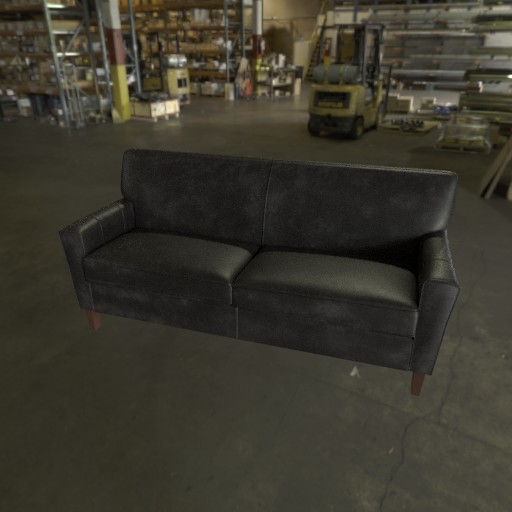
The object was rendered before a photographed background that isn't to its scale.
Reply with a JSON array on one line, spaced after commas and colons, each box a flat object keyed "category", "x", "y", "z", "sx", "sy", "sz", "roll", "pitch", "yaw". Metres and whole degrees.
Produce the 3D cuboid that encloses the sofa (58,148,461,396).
[{"category": "sofa", "x": 0.000, "y": 0.000, "z": 2.527, "sx": 2.053, "sy": 0.947, "sz": 0.805, "roll": 8, "pitch": 26, "yaw": 16}]
